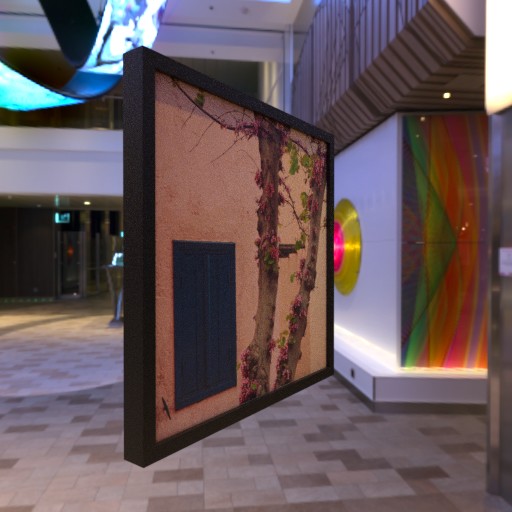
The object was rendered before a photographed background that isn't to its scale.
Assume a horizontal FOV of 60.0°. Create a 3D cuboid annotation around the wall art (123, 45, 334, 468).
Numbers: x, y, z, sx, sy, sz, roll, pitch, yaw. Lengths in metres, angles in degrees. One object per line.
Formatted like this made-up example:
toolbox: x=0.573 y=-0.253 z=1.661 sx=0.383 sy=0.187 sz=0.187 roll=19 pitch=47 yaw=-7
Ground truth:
wall art: x=0.000 y=0.000 z=0.747 sx=0.038 sy=0.508 sz=0.508 roll=0 pitch=1 yaw=36
